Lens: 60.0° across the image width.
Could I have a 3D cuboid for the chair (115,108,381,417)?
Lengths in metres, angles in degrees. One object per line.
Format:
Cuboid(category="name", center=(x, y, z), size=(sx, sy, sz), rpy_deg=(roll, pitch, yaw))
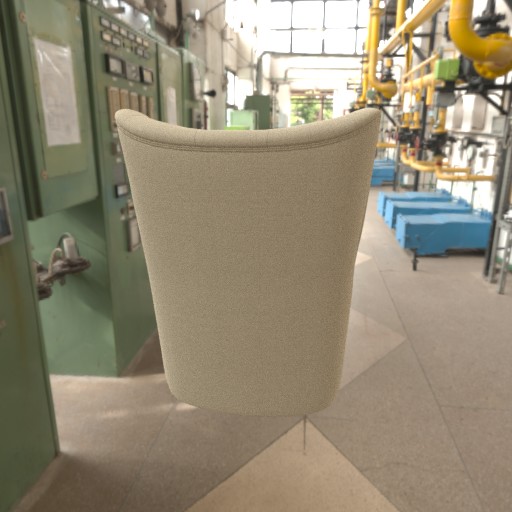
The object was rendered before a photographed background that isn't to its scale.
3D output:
Cuboid(category="chair", center=(0.000, 0.000, 1.736), size=(0.831, 1.079, 0.929), rpy_deg=(2, 17, 8))
